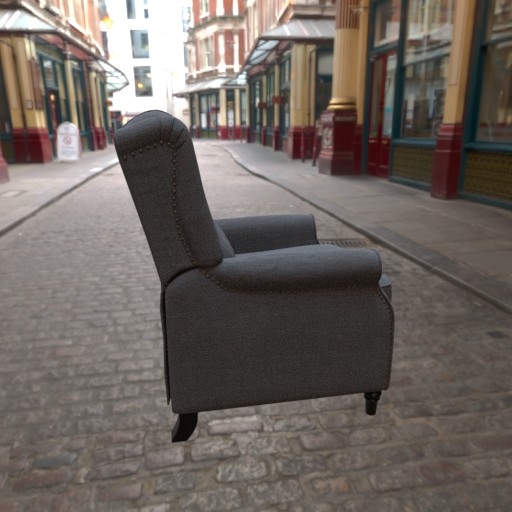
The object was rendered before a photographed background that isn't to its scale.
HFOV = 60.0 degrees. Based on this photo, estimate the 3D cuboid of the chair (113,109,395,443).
[{"bbox_3d":[0.000,0.000,1.657,0.898,1.035,0.742,-3,16,-11],"label":"chair"}]
